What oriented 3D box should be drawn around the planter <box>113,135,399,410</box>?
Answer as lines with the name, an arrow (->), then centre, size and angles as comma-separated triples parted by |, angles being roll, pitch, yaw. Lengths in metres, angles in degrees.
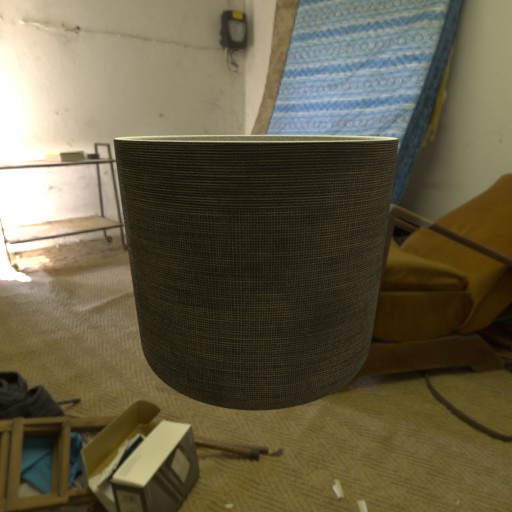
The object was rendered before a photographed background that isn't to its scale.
planter -> 0.000, 0.000, 0.770 | 0.440, 0.398, 0.440 | 0, 16, 0
